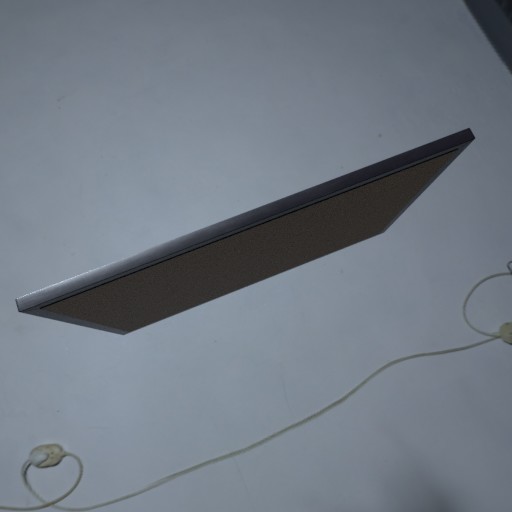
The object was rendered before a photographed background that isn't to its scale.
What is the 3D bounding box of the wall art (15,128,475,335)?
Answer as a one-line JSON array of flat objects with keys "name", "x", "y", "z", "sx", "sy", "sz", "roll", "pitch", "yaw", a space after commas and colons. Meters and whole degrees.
[{"name": "wall art", "x": 0.000, "y": 0.000, "z": 0.547, "sx": 0.440, "sy": 0.306, "sz": 0.013, "roll": -21, "pitch": 77, "yaw": -5}]
